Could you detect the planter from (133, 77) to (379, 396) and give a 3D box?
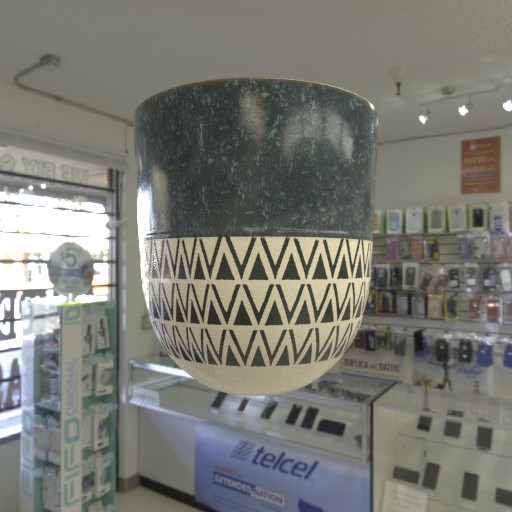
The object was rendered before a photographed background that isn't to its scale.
[{"bbox_3d":[0.000,0.000,0.363,0.195,0.214,0.195,0,-1,0],"label":"planter"}]
